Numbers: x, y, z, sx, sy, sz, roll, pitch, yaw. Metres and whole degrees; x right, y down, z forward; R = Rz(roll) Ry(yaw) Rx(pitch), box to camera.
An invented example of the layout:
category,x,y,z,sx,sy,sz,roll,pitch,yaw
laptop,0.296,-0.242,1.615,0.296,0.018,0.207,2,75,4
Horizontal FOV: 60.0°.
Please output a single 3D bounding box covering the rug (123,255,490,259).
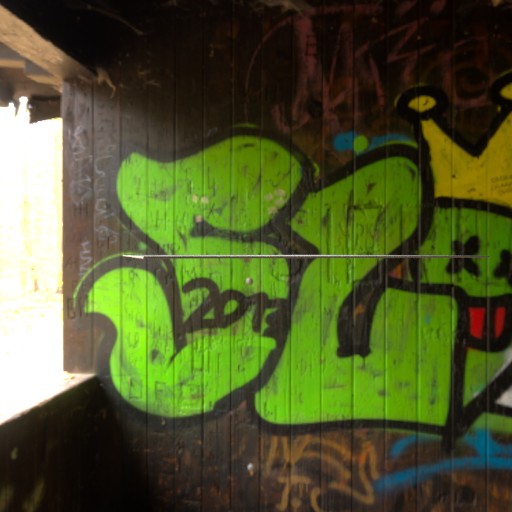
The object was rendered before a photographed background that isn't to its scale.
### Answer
category,x,y,z,sx,sy,sz,roll,pitch,yaw
rug,0.000,0.000,4.316,2.393,0.013,3.307,0,0,-19
